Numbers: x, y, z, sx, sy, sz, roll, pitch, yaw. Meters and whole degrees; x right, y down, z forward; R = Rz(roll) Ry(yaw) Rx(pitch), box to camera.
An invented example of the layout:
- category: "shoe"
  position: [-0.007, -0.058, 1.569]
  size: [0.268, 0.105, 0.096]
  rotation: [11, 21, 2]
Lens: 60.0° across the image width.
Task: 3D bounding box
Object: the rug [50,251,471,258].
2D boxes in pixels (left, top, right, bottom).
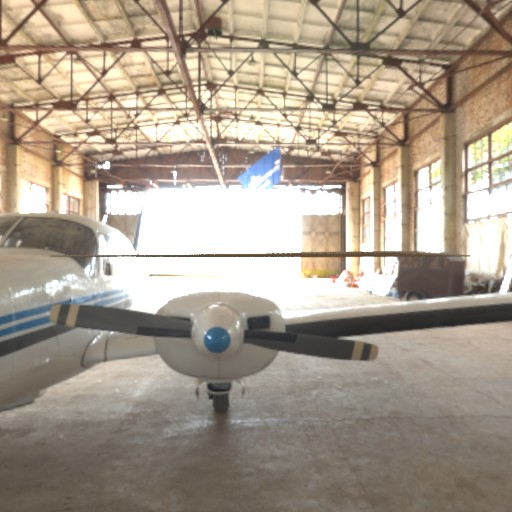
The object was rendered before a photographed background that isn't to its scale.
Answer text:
- category: "rug"
  position: [0.000, 0.000, 2.203]
  size: [1.752, 0.006, 1.142]
  rotation: [0, -1, 36]
